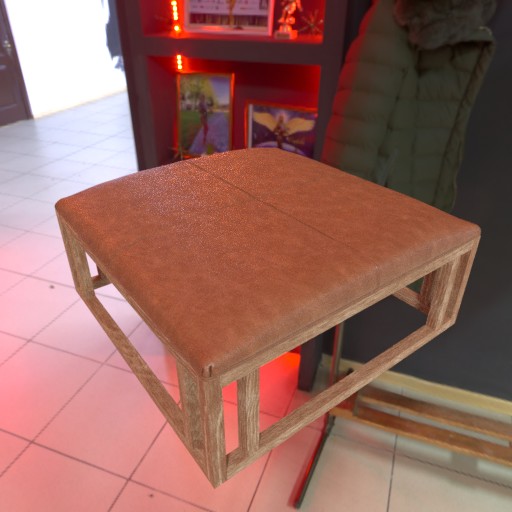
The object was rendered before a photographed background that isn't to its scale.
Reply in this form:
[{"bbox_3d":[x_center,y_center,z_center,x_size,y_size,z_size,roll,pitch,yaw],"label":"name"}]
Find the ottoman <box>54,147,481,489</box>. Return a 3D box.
[{"bbox_3d":[0.000,0.000,1.541,1.013,0.442,1.016,-21,37,-31],"label":"ottoman"}]
